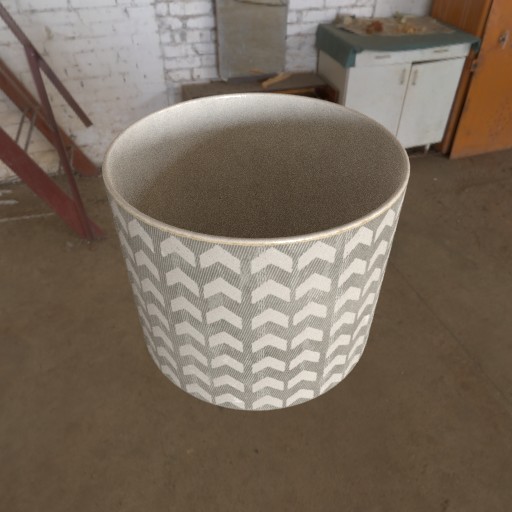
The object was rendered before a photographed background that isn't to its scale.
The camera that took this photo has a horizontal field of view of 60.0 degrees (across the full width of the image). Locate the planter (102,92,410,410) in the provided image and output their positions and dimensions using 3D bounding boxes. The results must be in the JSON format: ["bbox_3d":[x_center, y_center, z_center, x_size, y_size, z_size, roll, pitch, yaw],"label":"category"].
[{"bbox_3d":[0.000,0.000,0.341,0.190,0.181,0.190,0,41,0],"label":"planter"}]
